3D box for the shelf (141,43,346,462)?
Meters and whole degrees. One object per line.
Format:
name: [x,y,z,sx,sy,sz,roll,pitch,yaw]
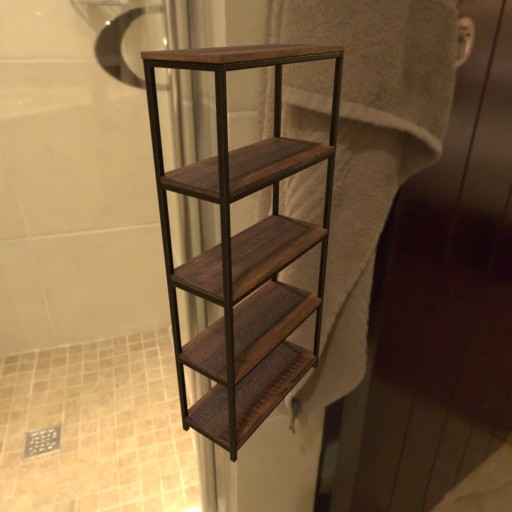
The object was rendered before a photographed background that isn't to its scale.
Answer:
shelf: [0.000,0.000,2.190,0.359,1.860,0.874,18,33,31]
